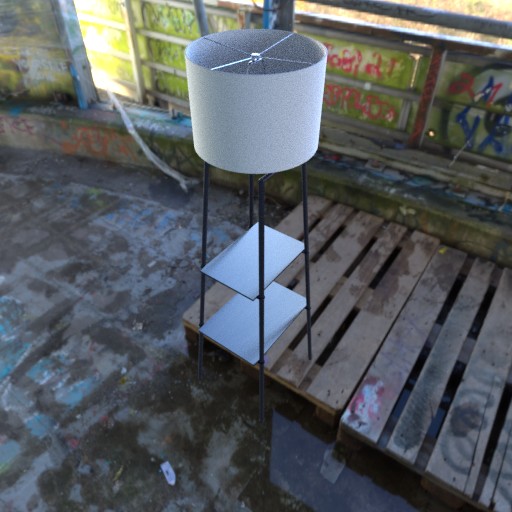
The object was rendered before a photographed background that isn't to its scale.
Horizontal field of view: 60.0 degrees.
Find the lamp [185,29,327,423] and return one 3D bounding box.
[{"bbox_3d":[0.000,0.000,1.666,0.384,1.474,0.427,26,48,26],"label":"lamp"}]
